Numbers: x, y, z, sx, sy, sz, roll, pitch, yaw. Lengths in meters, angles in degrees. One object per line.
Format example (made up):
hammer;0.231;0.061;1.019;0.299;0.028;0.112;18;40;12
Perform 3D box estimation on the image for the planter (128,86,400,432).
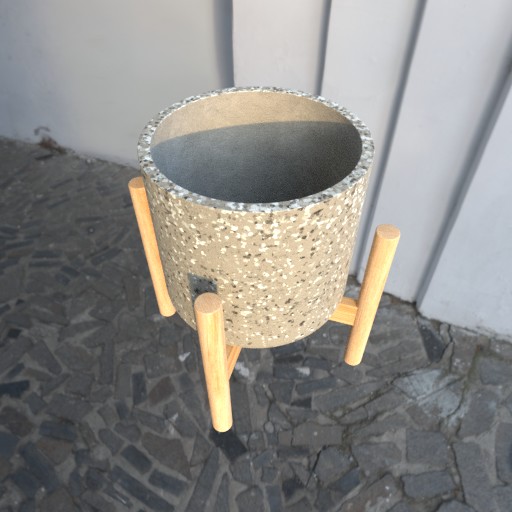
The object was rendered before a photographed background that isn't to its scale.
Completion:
planter;0.000;0.000;0.535;0.284;0.320;0.284;31;53;27
